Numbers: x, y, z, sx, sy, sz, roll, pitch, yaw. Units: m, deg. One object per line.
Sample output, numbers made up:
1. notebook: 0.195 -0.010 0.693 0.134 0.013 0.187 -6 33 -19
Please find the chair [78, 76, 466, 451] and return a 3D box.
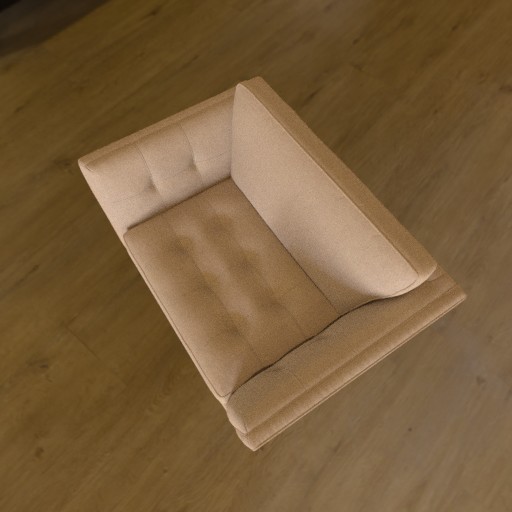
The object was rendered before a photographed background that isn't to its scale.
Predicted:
1. chair: 0.000 0.000 2.040 0.965 0.940 1.397 -31 67 -15
